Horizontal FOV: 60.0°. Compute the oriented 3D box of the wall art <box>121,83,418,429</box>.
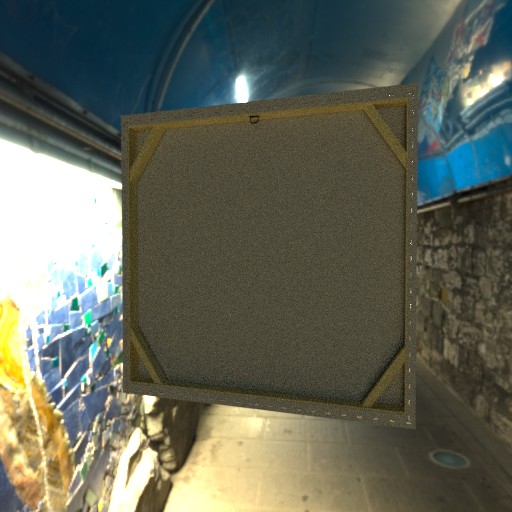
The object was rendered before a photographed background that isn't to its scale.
[{"bbox_3d":[0.000,0.000,0.895,0.610,0.610,0.038,0,1,19],"label":"wall art"}]
